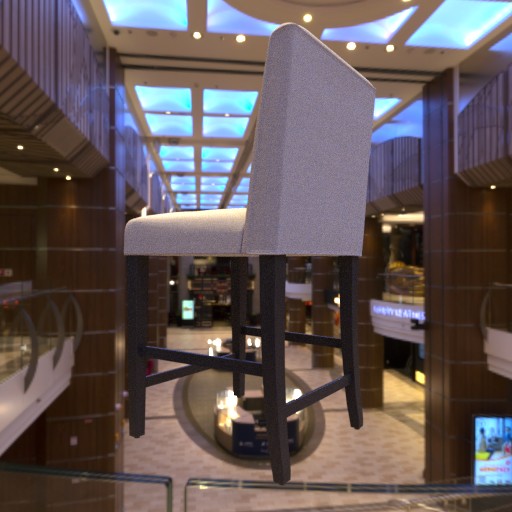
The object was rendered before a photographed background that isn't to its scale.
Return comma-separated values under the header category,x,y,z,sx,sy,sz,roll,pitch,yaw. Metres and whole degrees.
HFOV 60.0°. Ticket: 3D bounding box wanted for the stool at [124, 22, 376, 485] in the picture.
category,x,y,z,sx,sy,sz,roll,pitch,yaw
stool,0.000,0.000,1.185,0.509,0.939,0.474,0,-1,37
